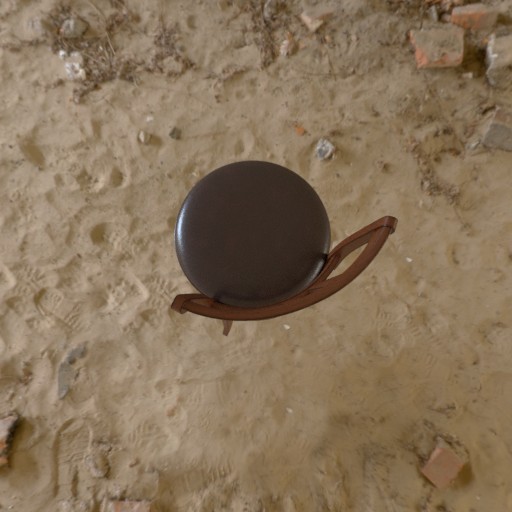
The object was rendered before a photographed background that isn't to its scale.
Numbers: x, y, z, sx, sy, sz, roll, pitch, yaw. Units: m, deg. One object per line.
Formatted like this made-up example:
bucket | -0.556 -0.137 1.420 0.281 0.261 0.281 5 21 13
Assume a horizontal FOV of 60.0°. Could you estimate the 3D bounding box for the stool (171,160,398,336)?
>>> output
stool | 0.000 0.000 1.431 0.464 1.177 0.503 -21 78 -5
